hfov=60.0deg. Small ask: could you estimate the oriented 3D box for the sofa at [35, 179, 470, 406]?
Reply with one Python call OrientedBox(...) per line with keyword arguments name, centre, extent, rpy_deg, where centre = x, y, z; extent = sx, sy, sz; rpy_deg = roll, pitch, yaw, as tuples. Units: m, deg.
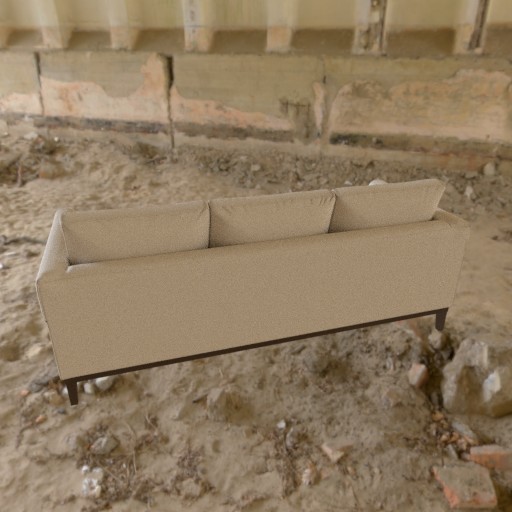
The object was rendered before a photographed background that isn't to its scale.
OrientedBox(name="sofa", centre=(0.000, 0.000, 2.585), extent=(2.198, 0.911, 0.902), rpy_deg=(-8, 26, -15))
